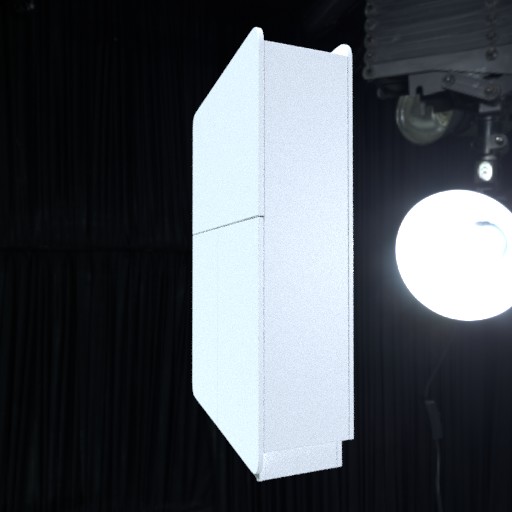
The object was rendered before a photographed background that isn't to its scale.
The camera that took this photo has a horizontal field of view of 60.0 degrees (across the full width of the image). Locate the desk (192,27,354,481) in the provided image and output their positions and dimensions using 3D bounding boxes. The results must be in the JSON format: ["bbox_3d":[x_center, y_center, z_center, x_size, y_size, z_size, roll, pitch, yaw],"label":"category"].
[{"bbox_3d":[0.000,0.000,1.540,0.278,1.190,0.795,0,-1,-20],"label":"desk"}]
